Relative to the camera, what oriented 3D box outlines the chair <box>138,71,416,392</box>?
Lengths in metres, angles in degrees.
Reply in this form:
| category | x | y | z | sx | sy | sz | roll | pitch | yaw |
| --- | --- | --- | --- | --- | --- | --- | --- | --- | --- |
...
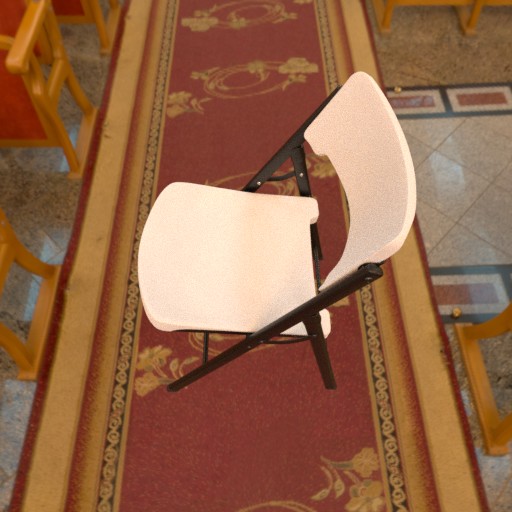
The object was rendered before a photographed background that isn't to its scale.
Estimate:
| category | x | y | z | sx | sy | sz | roll | pitch | yaw |
| --- | --- | --- | --- | --- | --- | --- | --- | --- | --- |
| chair | 0.000 | 0.000 | 1.120 | 0.577 | 0.765 | 0.482 | 0 | 58 | 0 |
